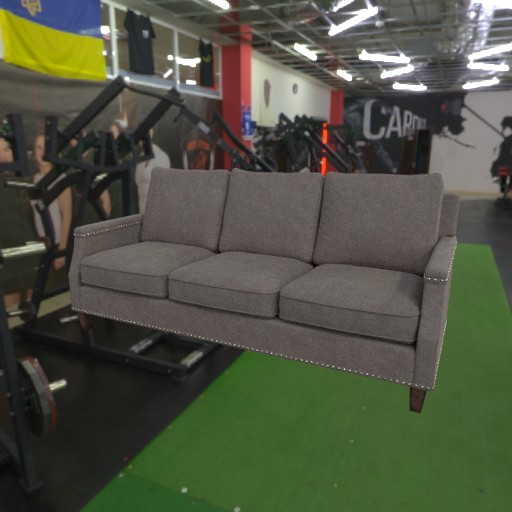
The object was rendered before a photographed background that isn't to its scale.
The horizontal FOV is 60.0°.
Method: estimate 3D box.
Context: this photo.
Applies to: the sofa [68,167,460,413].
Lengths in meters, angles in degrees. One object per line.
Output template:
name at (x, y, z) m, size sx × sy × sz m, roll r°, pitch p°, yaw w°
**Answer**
sofa at (0.000, 0.000, 2.751) m, size 2.226 × 1.042 × 1.034 m, roll 7°, pitch 16°, yaw 25°
